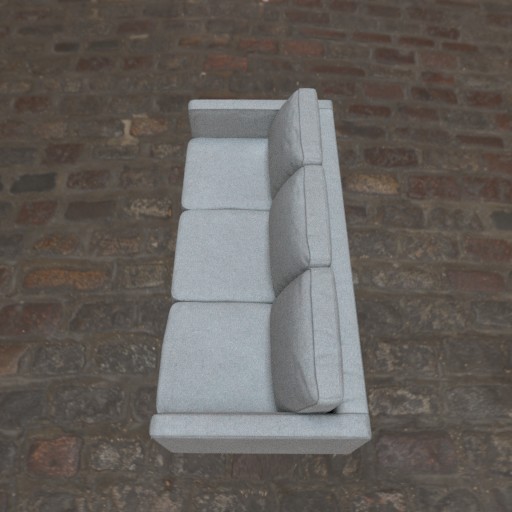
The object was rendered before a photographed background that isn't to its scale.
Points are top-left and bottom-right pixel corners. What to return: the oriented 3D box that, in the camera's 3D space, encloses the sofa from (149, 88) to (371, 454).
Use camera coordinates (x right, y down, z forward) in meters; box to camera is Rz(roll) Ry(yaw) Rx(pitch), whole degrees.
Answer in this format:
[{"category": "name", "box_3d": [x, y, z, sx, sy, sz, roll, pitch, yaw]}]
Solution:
[{"category": "sofa", "box_3d": [0.000, 0.000, 2.488, 0.944, 0.918, 1.983, 0, 60, 0]}]
